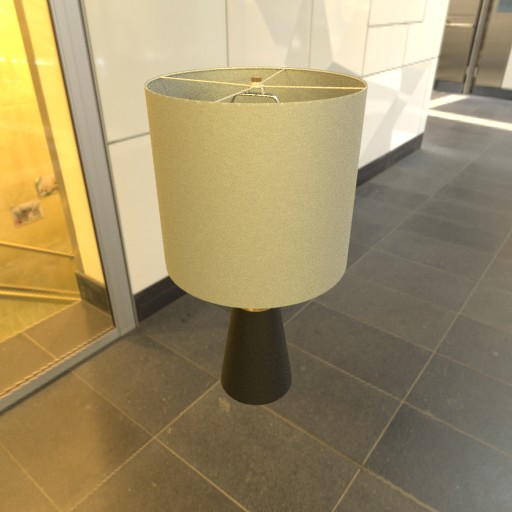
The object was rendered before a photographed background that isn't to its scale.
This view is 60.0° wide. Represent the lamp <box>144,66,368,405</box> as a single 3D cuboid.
[{"bbox_3d":[0.000,0.000,0.766,0.308,0.580,0.308,10,31,16],"label":"lamp"}]
